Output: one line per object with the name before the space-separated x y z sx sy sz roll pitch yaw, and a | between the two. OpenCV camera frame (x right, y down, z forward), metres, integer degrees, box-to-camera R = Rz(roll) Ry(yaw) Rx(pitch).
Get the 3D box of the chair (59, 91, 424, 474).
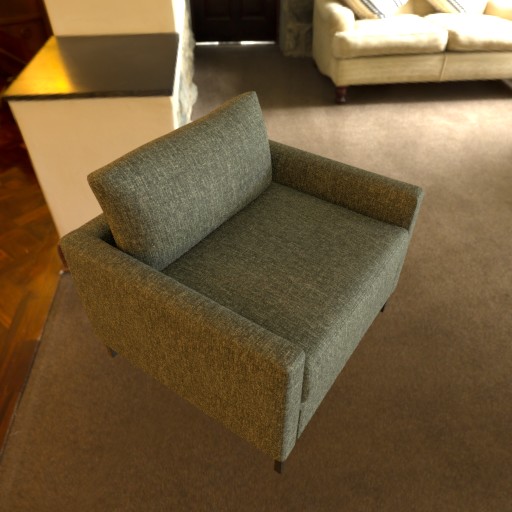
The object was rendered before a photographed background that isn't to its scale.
chair | 0.000 0.000 1.598 0.866 0.861 0.963 25 47 25
